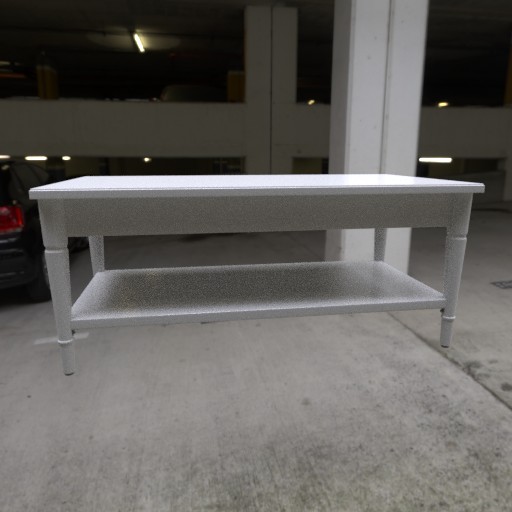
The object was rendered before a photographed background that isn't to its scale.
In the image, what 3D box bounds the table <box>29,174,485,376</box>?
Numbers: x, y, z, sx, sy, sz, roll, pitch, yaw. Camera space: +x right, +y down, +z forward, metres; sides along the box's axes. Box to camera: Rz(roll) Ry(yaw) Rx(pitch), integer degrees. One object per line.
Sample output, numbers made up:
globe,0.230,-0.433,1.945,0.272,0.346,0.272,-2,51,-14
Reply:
table,0.000,0.000,1.342,1.067,0.457,0.559,-2,13,-9
